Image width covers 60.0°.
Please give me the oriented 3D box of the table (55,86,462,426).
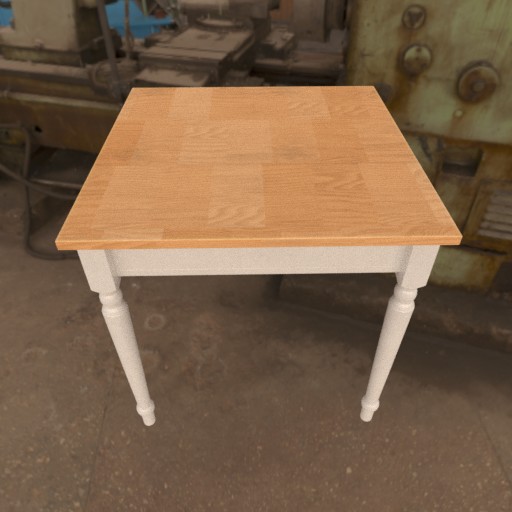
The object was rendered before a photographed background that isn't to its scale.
[{"bbox_3d":[0.000,0.000,1.334,0.747,0.738,0.747,-1,41,-1],"label":"table"}]
